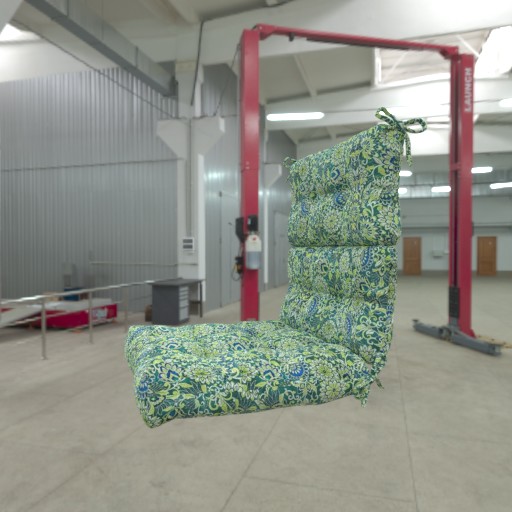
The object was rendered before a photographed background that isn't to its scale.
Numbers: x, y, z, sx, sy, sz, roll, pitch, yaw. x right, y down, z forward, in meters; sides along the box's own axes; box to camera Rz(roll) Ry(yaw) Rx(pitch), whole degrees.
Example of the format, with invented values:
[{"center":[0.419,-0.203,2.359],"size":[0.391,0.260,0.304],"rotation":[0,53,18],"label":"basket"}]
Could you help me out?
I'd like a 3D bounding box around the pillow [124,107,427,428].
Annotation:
[{"center":[0.000,0.000,1.029],"size":[0.571,0.605,0.519],"rotation":[0,1,-19],"label":"pillow"}]
